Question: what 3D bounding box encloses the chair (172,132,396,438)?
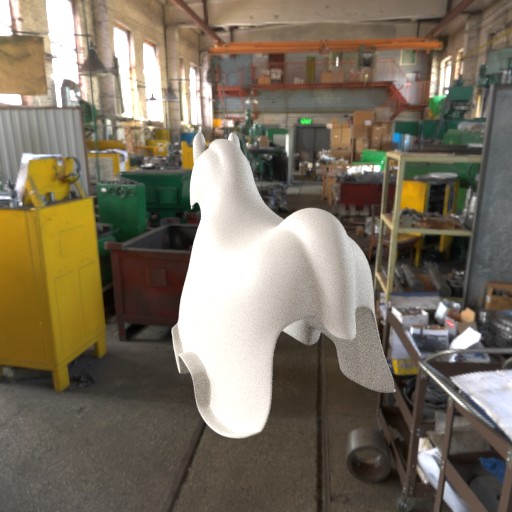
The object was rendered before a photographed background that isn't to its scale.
[{"bbox_3d":[0.000,0.000,1.130,0.429,0.612,0.800,-7,17,-25],"label":"chair"}]
